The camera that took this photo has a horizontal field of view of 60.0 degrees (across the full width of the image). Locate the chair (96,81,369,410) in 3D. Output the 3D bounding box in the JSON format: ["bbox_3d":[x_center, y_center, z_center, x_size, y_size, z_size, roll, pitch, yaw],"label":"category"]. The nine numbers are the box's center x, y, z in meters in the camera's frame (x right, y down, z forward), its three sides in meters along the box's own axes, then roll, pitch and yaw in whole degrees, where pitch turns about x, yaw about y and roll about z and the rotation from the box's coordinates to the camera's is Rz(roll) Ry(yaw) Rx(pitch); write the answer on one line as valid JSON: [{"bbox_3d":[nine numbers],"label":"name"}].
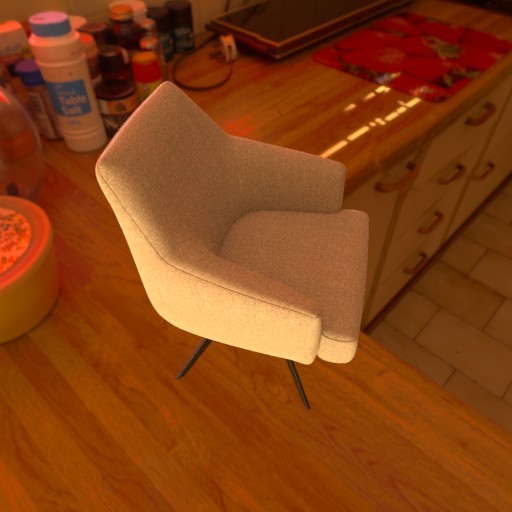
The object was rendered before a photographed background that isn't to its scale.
[{"bbox_3d":[0.000,0.000,1.371,0.677,0.874,0.642,10,47,9],"label":"chair"}]
